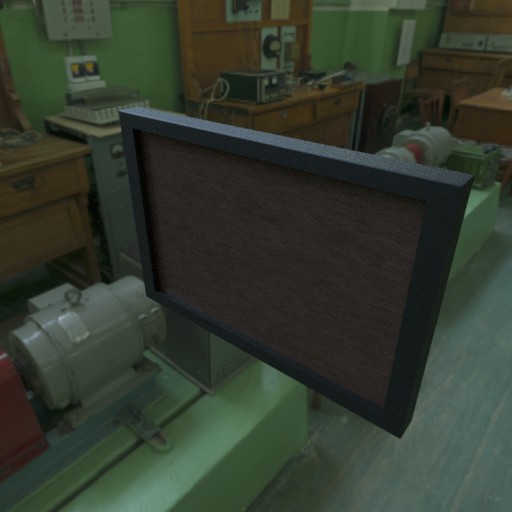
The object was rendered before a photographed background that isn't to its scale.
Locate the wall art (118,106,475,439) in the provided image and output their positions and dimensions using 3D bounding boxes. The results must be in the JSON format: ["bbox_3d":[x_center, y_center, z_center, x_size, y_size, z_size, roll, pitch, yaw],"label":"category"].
[{"bbox_3d":[0.000,0.000,0.839,0.671,0.456,0.051,22,36,33],"label":"wall art"}]
